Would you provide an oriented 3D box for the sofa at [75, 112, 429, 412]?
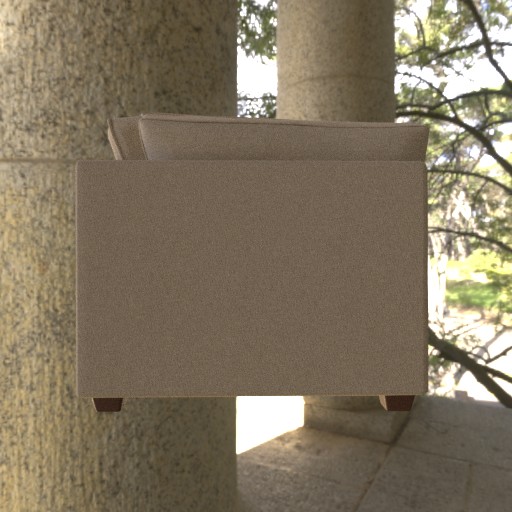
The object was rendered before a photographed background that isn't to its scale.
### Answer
[{"bbox_3d":[0.000,0.000,1.788,1.050,0.937,1.042,0,1,0],"label":"sofa"}]
